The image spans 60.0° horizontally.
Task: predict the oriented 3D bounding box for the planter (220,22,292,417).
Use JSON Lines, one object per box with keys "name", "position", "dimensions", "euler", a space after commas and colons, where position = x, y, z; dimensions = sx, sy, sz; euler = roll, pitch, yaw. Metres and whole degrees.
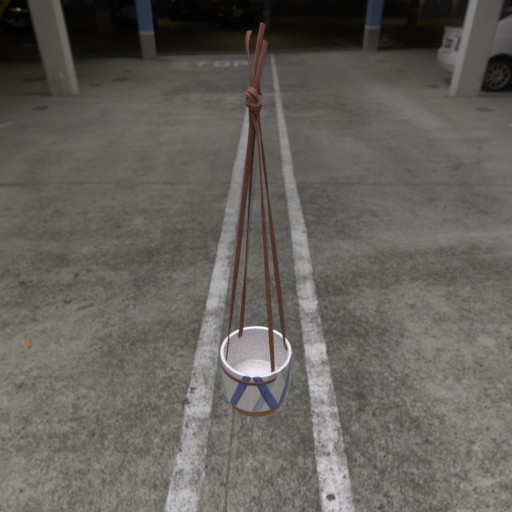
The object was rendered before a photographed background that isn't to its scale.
{"name": "planter", "position": [0.000, 0.000, 0.814], "dimensions": [0.153, 0.753, 0.157], "euler": [0, 33, 1]}
